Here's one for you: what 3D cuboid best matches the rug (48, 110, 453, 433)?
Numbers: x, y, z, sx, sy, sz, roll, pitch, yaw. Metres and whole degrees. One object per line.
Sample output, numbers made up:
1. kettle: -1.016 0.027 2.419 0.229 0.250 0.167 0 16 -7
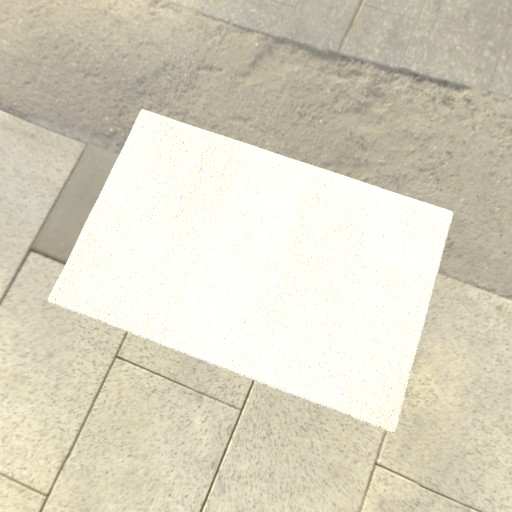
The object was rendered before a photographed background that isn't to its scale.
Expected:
1. rug: 0.000 0.000 3.474 2.743 0.030 1.778 19 76 5
